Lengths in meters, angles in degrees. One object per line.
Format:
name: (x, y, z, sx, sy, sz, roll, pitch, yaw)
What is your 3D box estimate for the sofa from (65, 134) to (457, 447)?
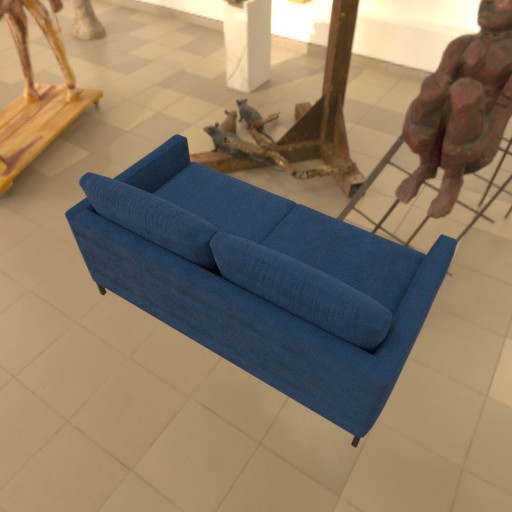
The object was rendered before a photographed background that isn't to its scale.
sofa: (0.000, 0.000, 2.221, 1.676, 0.817, 0.875, 25, 52, 22)
